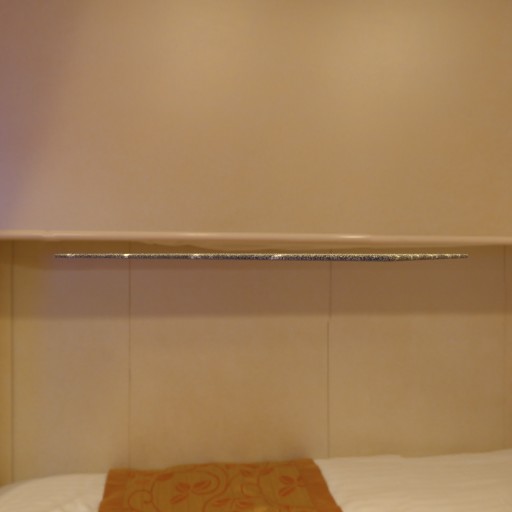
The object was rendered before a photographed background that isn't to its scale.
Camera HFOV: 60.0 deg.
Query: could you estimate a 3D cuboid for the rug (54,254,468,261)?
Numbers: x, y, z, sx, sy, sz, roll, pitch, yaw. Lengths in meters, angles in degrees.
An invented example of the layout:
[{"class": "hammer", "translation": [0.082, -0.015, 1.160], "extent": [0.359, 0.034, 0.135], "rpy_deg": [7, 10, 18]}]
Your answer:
[{"class": "rug", "translation": [0.000, 0.000, 3.477], "extent": [2.743, 0.030, 1.778], "rpy_deg": [0, 0, 36]}]
